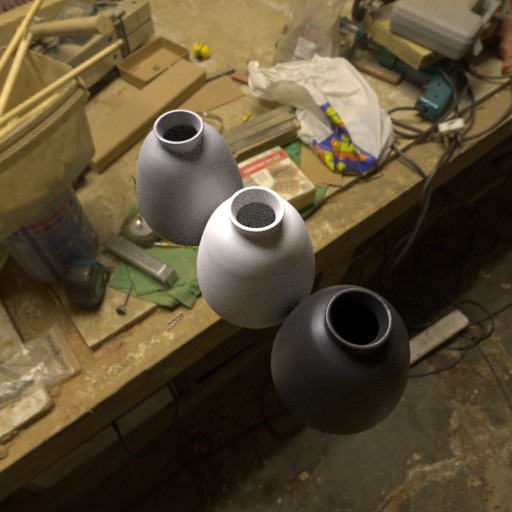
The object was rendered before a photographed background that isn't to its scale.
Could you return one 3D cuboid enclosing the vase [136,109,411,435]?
[{"bbox_3d":[0.000,0.000,0.351,0.097,0.122,0.297,-32,63,-19],"label":"vase"}]
